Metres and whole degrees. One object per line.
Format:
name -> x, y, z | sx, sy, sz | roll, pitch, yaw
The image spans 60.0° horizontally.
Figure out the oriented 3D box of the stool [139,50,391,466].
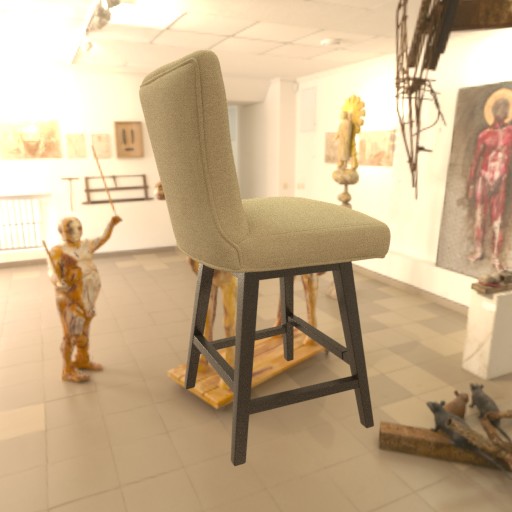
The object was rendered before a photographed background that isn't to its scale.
stool -> 0.000, 0.000, 1.298 | 0.574, 1.000, 0.514 | -7, 16, -25
